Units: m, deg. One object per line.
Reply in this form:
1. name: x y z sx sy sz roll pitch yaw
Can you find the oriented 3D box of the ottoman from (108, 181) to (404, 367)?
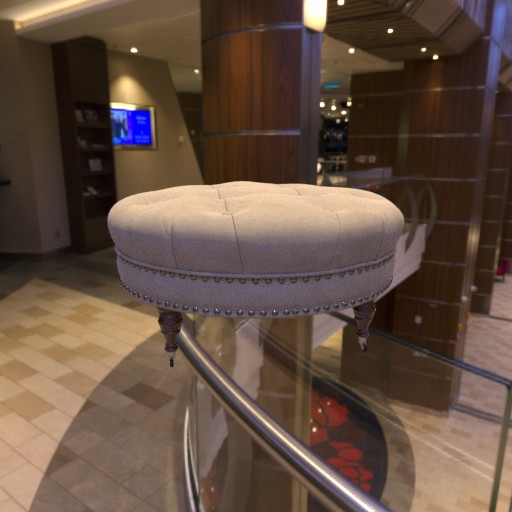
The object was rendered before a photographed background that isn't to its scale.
1. ottoman: 0.000 0.000 1.426 0.901 0.439 0.901 0 14 0
